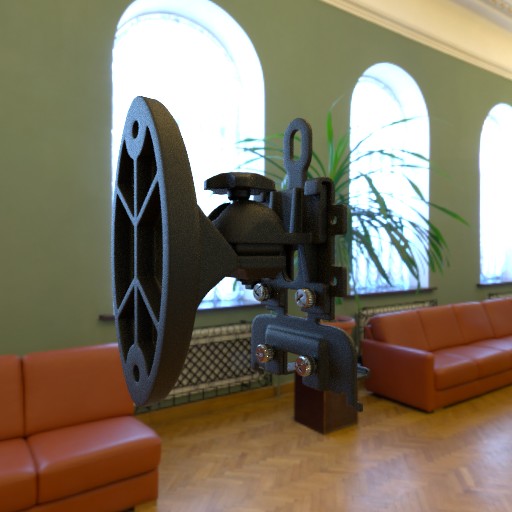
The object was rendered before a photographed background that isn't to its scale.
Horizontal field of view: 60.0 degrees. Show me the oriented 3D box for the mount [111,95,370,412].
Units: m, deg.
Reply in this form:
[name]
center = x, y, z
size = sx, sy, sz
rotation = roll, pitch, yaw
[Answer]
[mount]
center = 0.000, 0.000, 0.179
size = 0.100, 0.118, 0.066
rotation = -1, 1, -36
